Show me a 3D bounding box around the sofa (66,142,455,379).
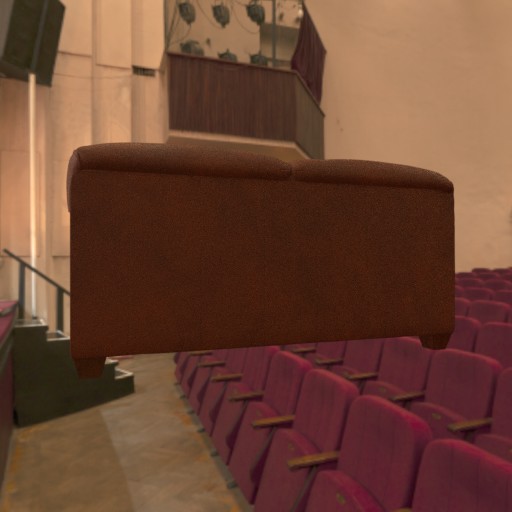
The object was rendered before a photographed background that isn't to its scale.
[{"bbox_3d":[0.000,0.000,2.439,1.856,0.966,1.000,0,0,-18],"label":"sofa"}]
